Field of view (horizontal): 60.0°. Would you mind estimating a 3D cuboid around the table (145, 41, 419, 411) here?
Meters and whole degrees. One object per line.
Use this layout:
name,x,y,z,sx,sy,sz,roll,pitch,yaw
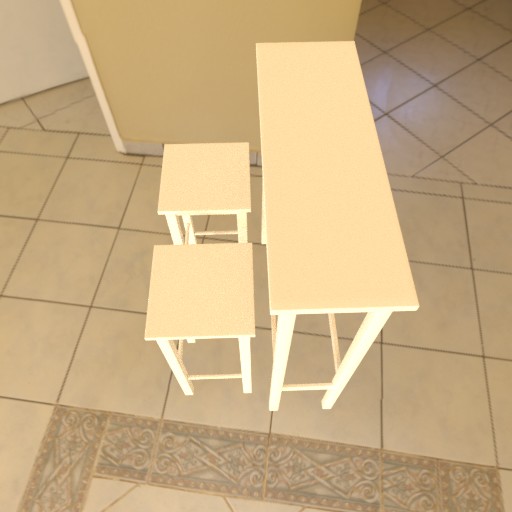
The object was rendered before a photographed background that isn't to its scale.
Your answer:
table,0.000,0.000,1.604,0.650,1.065,0.915,-2,59,-1
